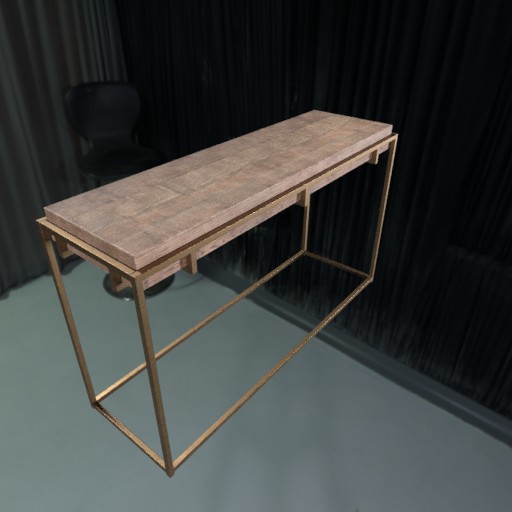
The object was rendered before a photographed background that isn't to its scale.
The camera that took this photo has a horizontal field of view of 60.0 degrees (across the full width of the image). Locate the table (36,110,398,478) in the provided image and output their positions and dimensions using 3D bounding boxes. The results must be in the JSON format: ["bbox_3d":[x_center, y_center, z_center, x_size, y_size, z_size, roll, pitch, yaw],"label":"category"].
[{"bbox_3d":[0.000,0.000,1.772,0.440,0.820,1.400,24,39,32],"label":"table"}]
